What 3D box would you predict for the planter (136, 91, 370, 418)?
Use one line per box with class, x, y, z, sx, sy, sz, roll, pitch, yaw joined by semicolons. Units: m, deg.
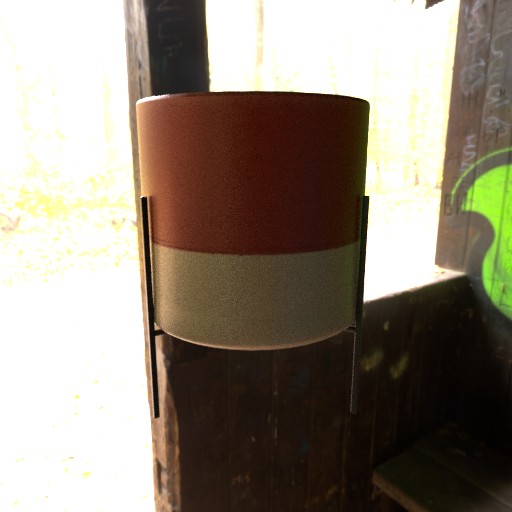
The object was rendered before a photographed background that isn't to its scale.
planter;0.000;0.000;0.717;0.354;0.465;0.345;7;15;27
